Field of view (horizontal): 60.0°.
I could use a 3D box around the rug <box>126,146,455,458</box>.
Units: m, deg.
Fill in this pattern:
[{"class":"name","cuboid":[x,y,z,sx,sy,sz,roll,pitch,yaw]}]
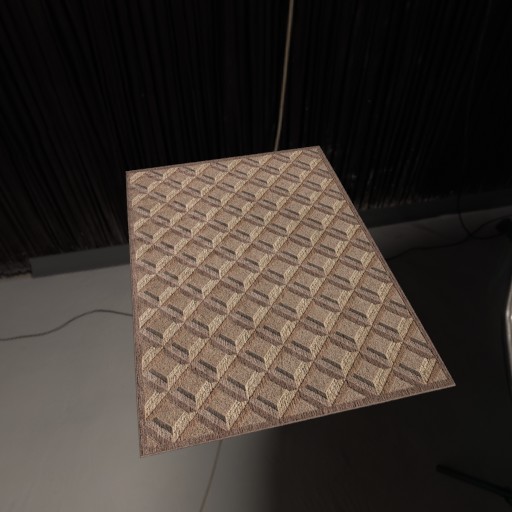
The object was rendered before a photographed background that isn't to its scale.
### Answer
[{"class":"rug","cuboid":[0.000,0.000,4.285,2.382,0.018,3.294,-10,48,-9]}]
